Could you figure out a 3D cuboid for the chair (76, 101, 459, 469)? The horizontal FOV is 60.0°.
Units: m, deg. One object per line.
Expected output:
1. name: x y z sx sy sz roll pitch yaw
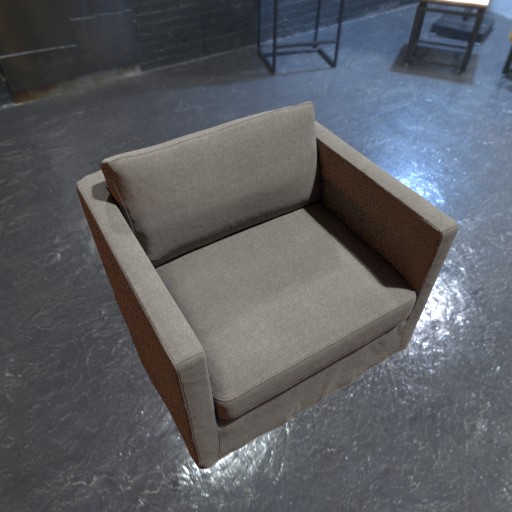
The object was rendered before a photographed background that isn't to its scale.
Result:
1. chair: 0.000 0.000 1.730 1.057 0.863 0.949 -23 50 -21
